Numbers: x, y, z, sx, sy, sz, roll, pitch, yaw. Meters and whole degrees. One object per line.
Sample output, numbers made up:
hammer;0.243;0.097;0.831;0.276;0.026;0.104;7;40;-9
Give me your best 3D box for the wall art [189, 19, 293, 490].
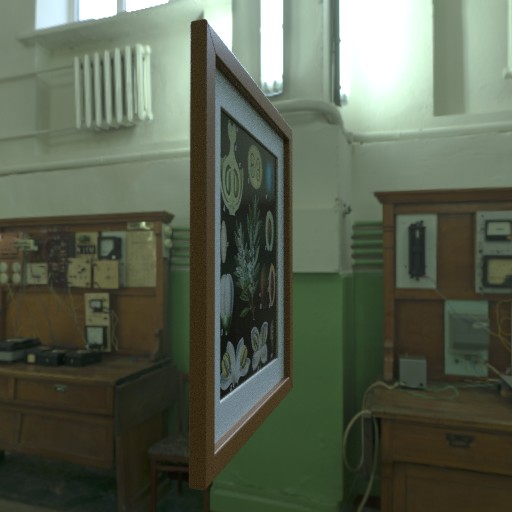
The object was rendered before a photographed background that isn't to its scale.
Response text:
wall art;0.000;0.000;0.732;0.021;0.550;0.449;0;-1;18
